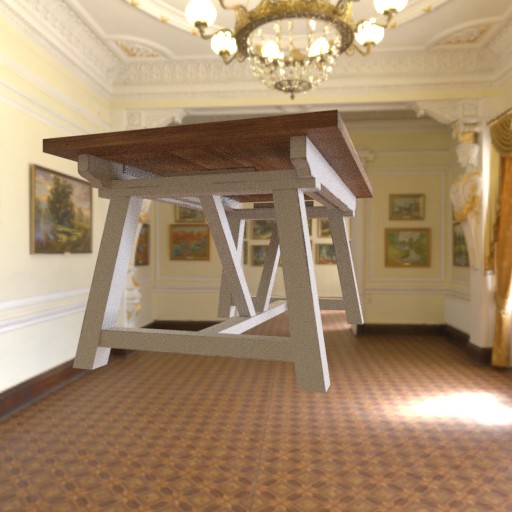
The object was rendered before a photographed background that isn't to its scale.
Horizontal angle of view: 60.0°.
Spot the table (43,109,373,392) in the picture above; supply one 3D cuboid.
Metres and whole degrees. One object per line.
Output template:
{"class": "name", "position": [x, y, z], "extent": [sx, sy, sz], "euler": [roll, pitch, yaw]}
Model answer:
{"class": "table", "position": [0.000, 0.000, 1.967], "extent": [0.922, 0.743, 1.503], "euler": [0, 0, 18]}
